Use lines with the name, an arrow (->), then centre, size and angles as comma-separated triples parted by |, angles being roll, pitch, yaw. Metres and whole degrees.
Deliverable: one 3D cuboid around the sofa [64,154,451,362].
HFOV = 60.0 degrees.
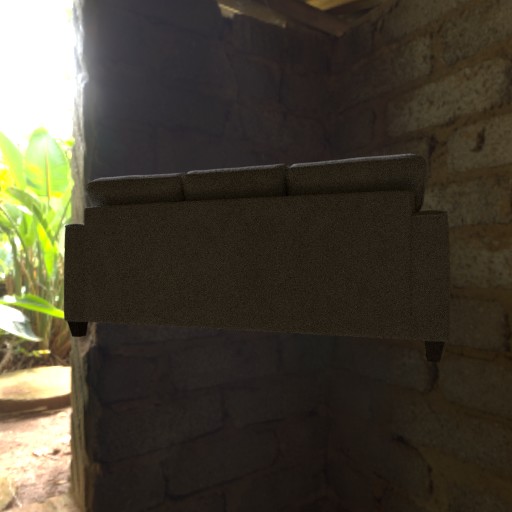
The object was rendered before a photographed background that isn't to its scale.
sofa -> 0.000, 0.000, 2.709 | 2.133, 0.965, 0.939 | 0, -1, 20
